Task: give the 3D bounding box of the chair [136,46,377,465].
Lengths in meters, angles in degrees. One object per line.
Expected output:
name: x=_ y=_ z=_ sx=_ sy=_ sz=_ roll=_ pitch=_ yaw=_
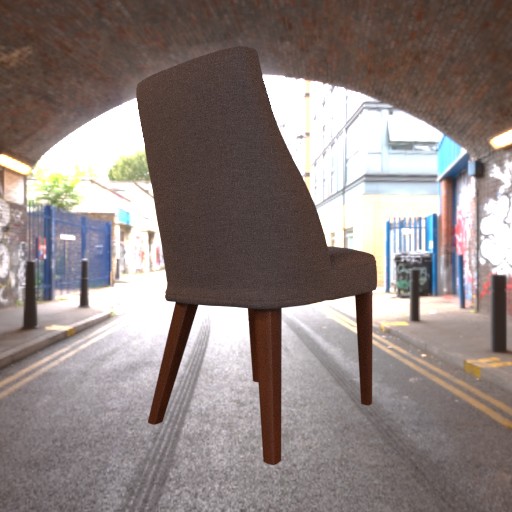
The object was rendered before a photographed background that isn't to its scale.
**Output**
chair: x=0.000 y=0.000 z=1.280 sx=0.500 sy=0.930 sz=0.620 roll=0 pitch=0 yaw=37
